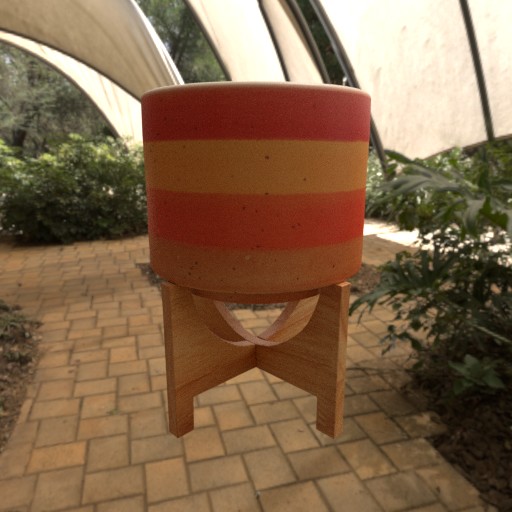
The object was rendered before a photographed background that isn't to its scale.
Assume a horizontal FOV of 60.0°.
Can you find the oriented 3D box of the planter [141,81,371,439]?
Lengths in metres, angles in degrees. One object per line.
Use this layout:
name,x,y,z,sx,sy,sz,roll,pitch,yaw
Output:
planter,0.000,0.000,0.555,0.269,0.379,0.269,0,14,0
